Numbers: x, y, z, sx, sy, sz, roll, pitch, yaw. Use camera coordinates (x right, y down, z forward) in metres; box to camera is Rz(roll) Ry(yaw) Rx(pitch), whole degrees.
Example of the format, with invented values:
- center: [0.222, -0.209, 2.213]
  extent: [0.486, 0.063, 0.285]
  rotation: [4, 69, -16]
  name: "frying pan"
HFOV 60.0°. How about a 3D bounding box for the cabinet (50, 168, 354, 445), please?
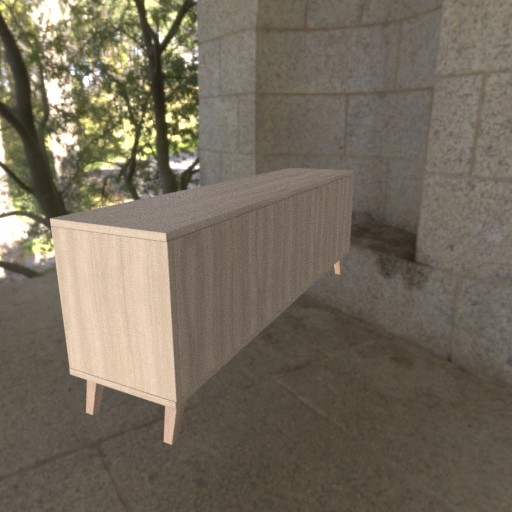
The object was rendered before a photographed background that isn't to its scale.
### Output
- center: [0.000, 0.000, 2.474]
  extent: [0.499, 0.779, 2.198]
  rotation: [8, 18, 25]
  name: "cabinet"
